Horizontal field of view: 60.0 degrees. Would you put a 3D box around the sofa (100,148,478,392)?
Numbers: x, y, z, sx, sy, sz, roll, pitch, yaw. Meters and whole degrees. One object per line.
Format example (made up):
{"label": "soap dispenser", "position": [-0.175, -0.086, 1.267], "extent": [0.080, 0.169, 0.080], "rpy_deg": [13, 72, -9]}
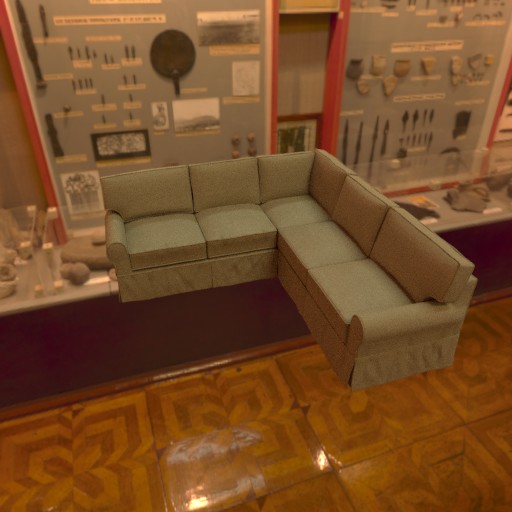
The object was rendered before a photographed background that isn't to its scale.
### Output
{"label": "sofa", "position": [0.000, 0.000, 4.077], "extent": [2.618, 1.081, 2.623], "rpy_deg": [-9, 33, -15]}
